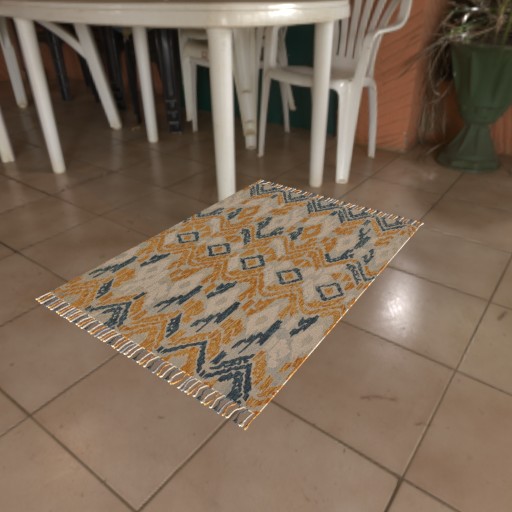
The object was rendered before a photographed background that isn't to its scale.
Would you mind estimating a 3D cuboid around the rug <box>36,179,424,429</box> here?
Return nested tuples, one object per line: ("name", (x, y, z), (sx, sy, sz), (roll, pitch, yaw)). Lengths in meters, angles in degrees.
("rug", (0.000, 0.000, 2.390), (1.230, 0.008, 1.827), (20, 37, 30))
